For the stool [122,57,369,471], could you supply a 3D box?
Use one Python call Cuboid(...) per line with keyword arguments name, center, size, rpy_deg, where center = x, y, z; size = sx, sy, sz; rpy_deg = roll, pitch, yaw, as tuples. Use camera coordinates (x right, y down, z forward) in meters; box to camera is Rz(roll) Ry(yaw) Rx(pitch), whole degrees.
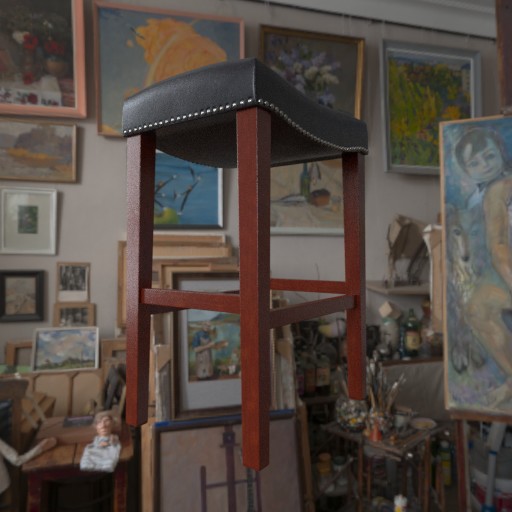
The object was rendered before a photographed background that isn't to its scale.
Cuboid(name="stool", center=(0.000, 0.000, 1.062), size=(0.372, 0.742, 0.504), rpy_deg=(1, 1, 36))
